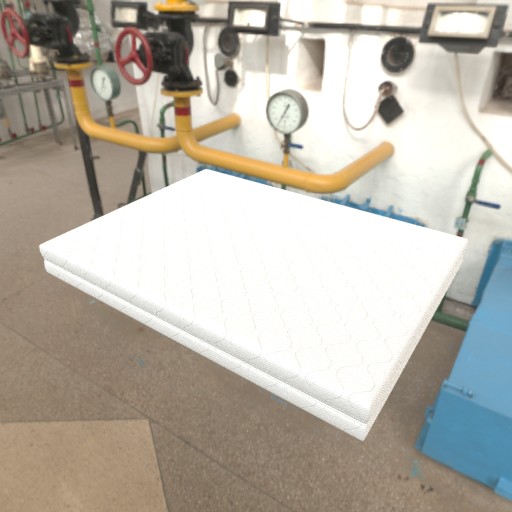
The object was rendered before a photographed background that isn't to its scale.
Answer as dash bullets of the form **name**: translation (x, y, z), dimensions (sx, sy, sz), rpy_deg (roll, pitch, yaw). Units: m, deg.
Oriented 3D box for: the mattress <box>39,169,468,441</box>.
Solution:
- **mattress**: translation (0.000, 0.000, 2.469), dimensions (1.900, 0.200, 1.400), rpy_deg (20, 37, 29)
